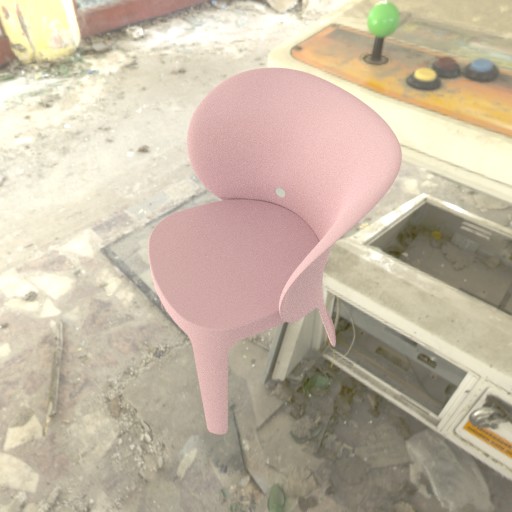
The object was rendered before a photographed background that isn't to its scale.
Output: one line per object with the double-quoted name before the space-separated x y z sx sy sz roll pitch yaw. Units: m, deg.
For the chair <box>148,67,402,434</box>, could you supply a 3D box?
"chair" 0.000 0.000 0.864 0.402 0.554 0.451 -18 49 -16
